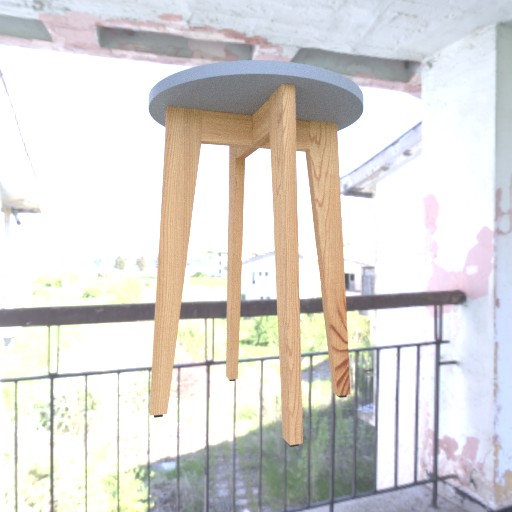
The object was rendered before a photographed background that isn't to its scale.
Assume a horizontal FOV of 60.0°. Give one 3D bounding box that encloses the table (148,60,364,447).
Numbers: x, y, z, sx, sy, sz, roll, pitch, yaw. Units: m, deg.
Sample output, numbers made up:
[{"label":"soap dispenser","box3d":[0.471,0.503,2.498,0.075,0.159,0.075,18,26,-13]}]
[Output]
[{"label":"table","box3d":[0.000,0.000,0.740,0.350,0.500,0.350,0,0,0]}]
